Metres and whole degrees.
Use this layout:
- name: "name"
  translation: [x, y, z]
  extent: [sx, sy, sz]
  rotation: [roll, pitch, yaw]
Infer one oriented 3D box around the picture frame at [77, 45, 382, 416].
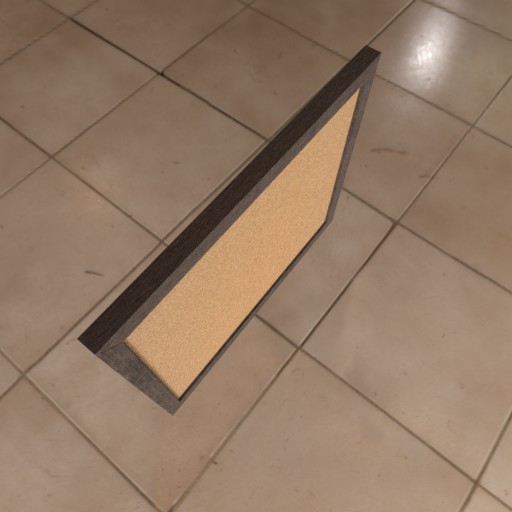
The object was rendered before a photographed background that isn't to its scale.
- name: "picture frame"
  translation: [0.000, 0.000, 0.736]
  extent: [0.026, 0.455, 0.546]
  rotation: [35, 68, 16]
